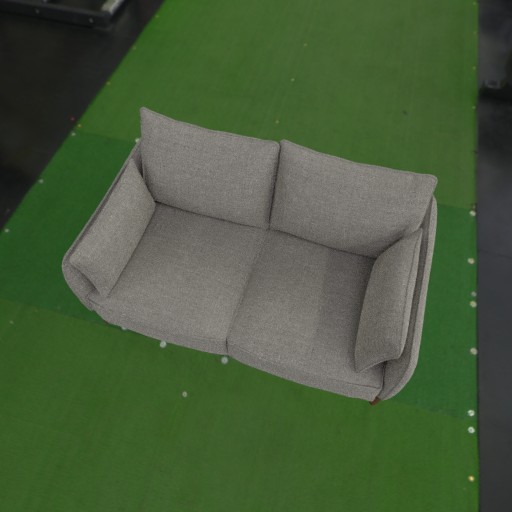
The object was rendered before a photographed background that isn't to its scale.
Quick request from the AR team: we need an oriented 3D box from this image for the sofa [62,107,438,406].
[{"bbox_3d":[0.000,0.000,2.146,1.580,0.851,0.972,15,59,9],"label":"sofa"}]
